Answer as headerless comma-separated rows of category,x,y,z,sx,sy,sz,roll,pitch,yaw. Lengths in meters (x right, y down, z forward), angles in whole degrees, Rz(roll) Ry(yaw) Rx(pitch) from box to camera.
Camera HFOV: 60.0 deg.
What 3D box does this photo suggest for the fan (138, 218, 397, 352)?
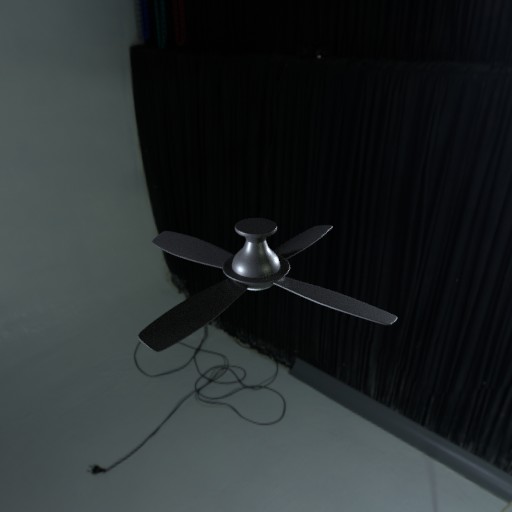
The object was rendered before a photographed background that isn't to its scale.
fan,0.000,0.000,2.578,1.694,0.382,1.694,19,33,32
